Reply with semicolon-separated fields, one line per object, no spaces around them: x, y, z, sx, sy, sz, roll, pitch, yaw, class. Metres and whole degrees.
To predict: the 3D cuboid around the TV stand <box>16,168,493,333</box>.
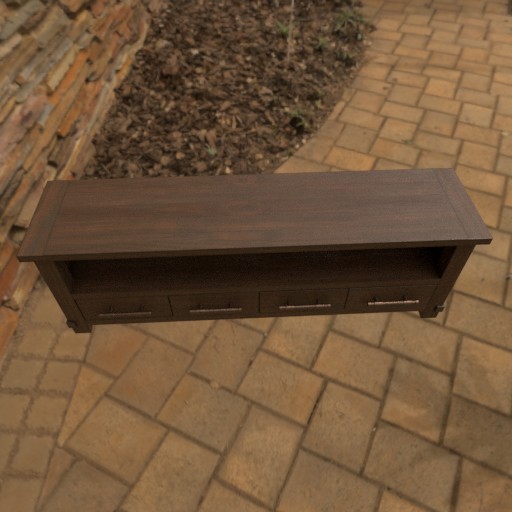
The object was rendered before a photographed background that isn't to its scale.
0.000;0.000;2.109;1.866;0.615;0.471;-2;48;-2;TV stand
